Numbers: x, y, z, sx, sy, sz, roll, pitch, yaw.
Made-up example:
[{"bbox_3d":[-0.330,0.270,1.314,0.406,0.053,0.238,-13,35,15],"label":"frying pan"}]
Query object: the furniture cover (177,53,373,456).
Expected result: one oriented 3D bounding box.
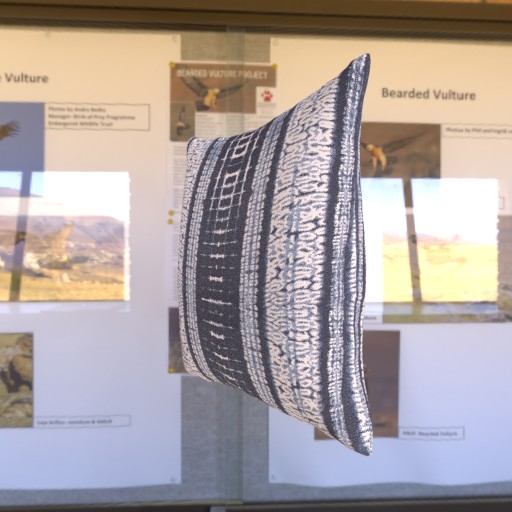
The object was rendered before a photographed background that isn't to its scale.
[{"bbox_3d":[0.000,0.000,0.646,0.133,0.435,0.425,0,0,-35],"label":"furniture cover"}]
